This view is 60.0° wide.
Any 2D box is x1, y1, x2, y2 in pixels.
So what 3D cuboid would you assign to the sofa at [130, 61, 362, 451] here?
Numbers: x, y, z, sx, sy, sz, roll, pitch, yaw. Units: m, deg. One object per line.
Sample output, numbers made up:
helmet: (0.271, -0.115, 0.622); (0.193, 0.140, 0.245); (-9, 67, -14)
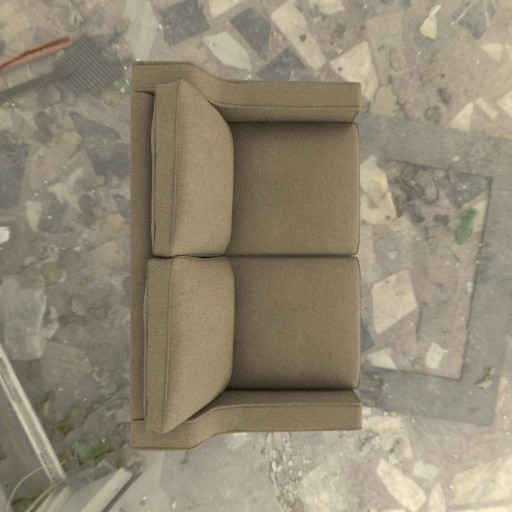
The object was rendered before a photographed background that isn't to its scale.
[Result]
sofa: (0.000, 0.000, 2.046); (0.985, 0.981, 1.503); (0, 89, -1)
